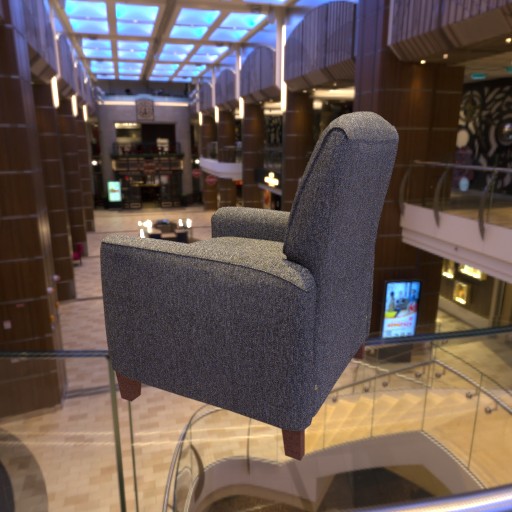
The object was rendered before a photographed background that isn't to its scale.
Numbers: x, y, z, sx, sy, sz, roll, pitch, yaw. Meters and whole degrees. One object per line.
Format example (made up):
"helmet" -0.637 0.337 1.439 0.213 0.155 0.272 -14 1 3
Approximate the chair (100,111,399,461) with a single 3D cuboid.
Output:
"chair" 0.000 0.000 1.672 0.864 1.014 0.848 8 17 27
